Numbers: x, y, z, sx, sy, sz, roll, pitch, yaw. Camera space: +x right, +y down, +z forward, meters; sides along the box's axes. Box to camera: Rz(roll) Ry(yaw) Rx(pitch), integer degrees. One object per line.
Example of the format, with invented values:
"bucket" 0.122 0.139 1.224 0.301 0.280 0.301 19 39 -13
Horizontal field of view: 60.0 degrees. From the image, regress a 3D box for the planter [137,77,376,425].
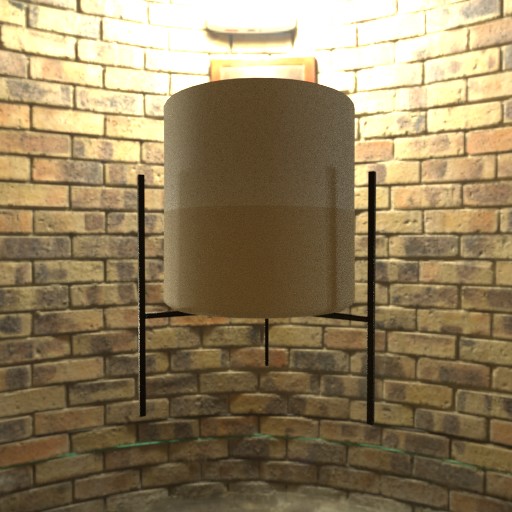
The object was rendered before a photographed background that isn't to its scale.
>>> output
"planter" 0.000 0.000 0.543 0.267 0.362 0.263 -1 2 -37
